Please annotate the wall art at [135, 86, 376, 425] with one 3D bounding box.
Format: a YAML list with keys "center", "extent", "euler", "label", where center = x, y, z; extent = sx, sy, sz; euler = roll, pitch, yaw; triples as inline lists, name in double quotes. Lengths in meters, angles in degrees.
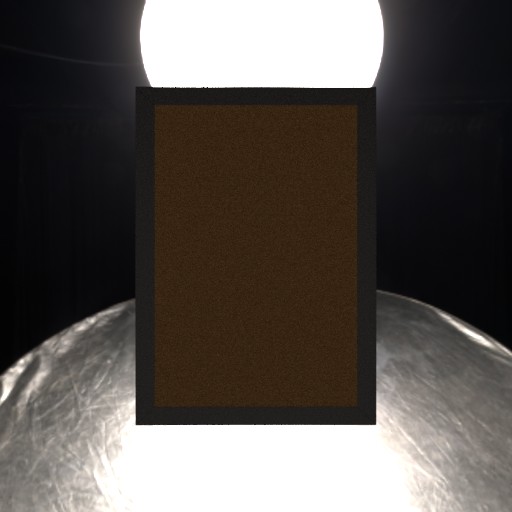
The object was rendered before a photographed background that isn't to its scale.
- center: [0.000, 0.000, 0.704]
  extent: [0.380, 0.534, 0.013]
  euler: [0, 0, 0]
  label: "wall art"
